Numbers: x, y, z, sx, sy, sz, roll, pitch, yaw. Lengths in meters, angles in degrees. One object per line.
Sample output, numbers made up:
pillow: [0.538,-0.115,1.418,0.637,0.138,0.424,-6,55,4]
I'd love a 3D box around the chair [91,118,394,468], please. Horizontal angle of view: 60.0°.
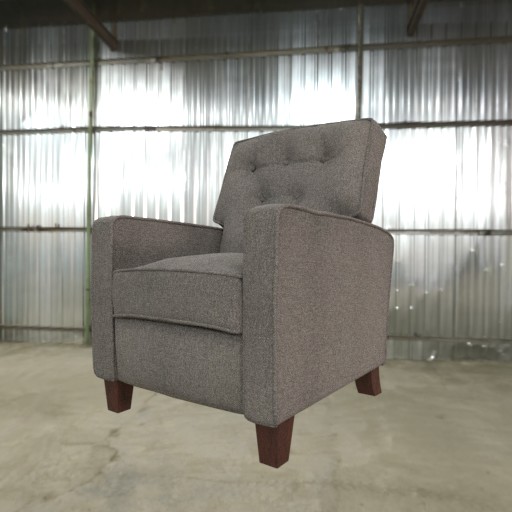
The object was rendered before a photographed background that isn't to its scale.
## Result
chair: [0.000,0.000,1.367,0.650,0.889,0.775,1,1,36]
